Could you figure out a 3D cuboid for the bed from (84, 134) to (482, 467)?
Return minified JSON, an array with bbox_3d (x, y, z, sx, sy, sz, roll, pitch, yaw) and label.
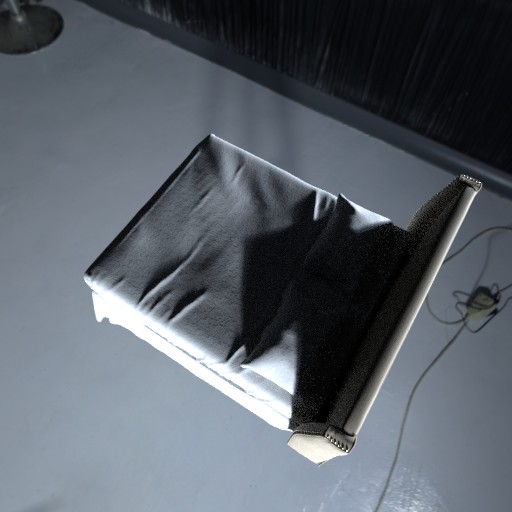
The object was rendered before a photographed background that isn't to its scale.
[{"bbox_3d":[0.000,0.000,3.323,2.276,1.332,1.925,29,66,14],"label":"bed"}]
